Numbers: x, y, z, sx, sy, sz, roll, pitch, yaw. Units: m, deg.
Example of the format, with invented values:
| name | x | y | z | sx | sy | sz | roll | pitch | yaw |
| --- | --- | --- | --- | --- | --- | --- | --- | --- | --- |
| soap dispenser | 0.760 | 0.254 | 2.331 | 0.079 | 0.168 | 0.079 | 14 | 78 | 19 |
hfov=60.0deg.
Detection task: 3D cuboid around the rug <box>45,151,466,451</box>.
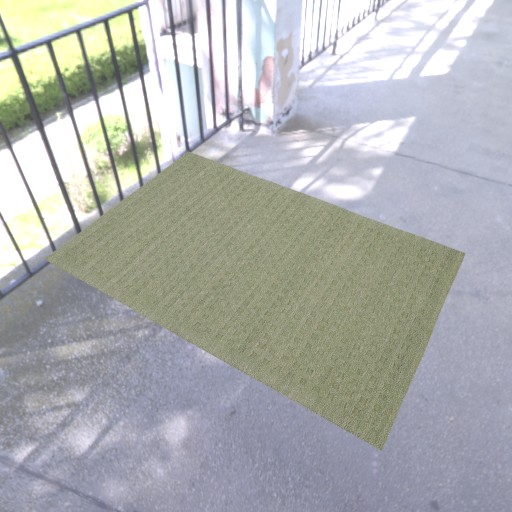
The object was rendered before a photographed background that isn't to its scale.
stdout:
| name | x | y | z | sx | sy | sz | roll | pitch | yaw |
| --- | --- | --- | --- | --- | --- | --- | --- | --- | --- |
| rug | 0.000 | 0.000 | 2.191 | 1.747 | 0.006 | 1.143 | 24 | 50 | 22 |
